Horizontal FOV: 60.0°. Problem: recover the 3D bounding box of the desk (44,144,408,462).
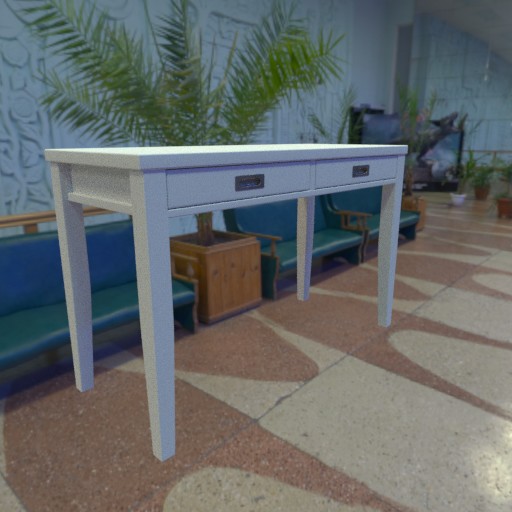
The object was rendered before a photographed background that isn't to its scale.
[{"bbox_3d":[0.000,0.000,1.621,0.508,0.775,1.220,14,21,42],"label":"desk"}]
